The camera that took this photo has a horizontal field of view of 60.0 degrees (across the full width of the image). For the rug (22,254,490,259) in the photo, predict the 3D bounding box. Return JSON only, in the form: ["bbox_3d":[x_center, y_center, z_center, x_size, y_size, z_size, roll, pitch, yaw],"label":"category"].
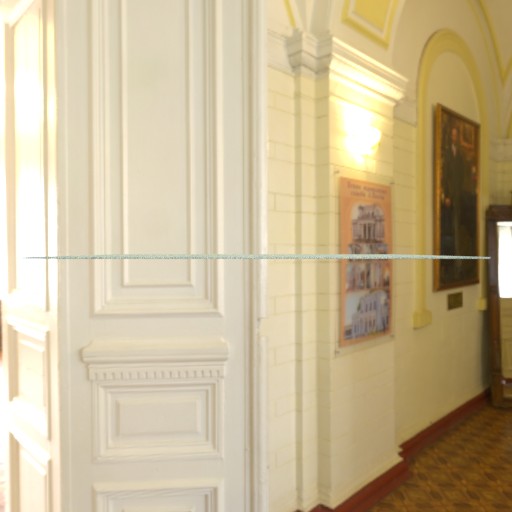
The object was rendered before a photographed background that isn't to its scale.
[{"bbox_3d":[0.000,0.000,2.227,1.752,0.006,1.142,0,1,0],"label":"rug"}]
